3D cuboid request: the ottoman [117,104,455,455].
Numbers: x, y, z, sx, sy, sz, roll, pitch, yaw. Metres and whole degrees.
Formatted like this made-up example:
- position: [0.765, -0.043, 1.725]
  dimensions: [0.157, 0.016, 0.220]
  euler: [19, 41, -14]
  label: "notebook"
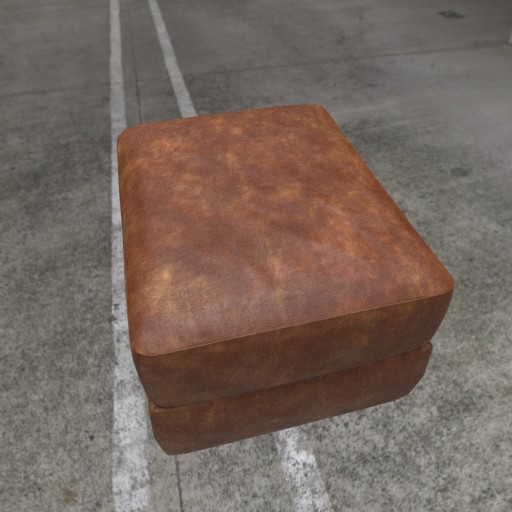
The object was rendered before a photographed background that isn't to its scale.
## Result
- position: [0.000, 0.000, 1.112]
  dimensions: [0.603, 0.476, 0.751]
  euler: [-10, 47, -10]
  label: "ottoman"
